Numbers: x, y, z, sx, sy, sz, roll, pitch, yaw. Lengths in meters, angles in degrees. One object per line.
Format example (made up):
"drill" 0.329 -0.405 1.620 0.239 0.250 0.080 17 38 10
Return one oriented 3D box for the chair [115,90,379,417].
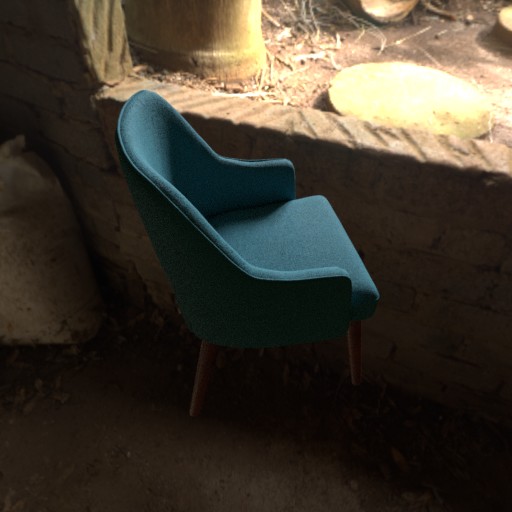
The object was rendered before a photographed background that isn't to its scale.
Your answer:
"chair" 0.000 0.000 1.245 0.605 0.849 0.548 -8 44 -9
